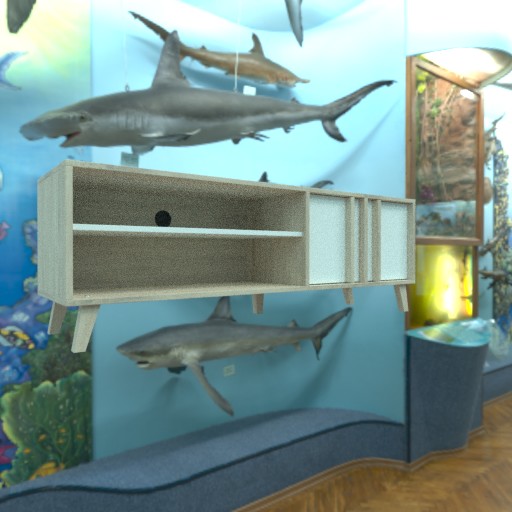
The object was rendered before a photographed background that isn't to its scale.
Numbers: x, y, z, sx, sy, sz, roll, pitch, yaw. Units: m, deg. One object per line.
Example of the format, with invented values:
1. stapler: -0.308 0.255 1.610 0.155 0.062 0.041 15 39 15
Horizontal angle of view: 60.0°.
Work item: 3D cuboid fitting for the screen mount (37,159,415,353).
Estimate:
1. screen mount: 0.000 0.000 1.748 1.500 0.510 0.400 0 1 -36
